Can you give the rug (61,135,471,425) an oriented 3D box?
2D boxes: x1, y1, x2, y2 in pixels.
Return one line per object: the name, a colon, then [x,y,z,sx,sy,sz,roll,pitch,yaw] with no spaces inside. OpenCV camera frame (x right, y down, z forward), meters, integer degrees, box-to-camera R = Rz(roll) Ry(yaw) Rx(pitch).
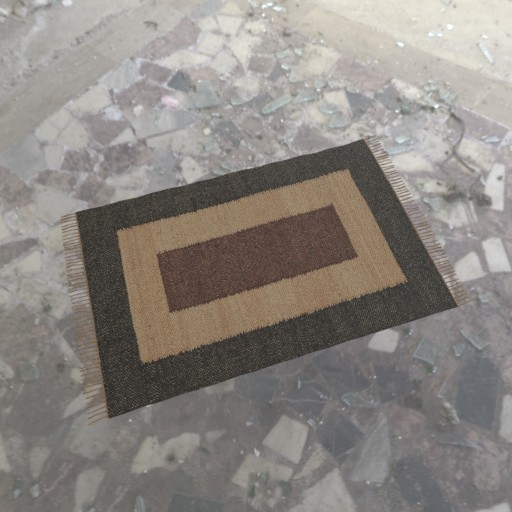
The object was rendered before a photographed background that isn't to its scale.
rug: [0.000,0.000,1.860,1.541,0.013,0.920,-16,64,-8]
